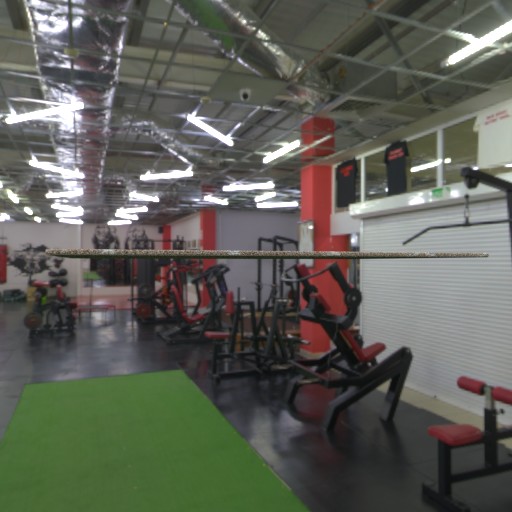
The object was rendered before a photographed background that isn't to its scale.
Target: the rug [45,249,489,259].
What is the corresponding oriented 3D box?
[{"bbox_3d":[0.000,0.000,3.389,2.743,0.030,1.778,0,-1,-19],"label":"rug"}]
